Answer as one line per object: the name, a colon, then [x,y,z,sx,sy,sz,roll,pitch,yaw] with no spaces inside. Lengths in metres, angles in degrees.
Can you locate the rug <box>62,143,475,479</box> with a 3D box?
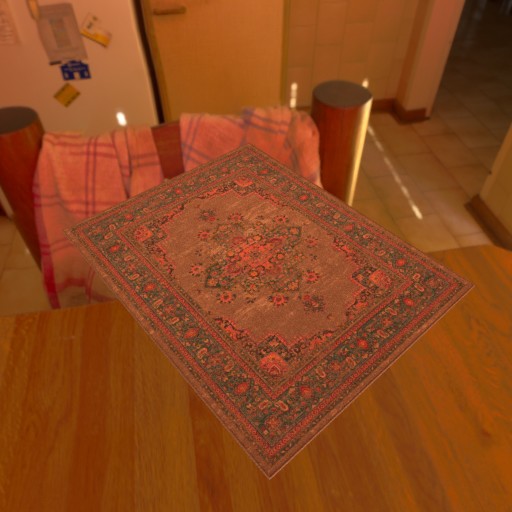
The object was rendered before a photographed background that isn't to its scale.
rug: [0.000,0.000,4.127,2.434,0.013,3.057,-32,54,-27]
